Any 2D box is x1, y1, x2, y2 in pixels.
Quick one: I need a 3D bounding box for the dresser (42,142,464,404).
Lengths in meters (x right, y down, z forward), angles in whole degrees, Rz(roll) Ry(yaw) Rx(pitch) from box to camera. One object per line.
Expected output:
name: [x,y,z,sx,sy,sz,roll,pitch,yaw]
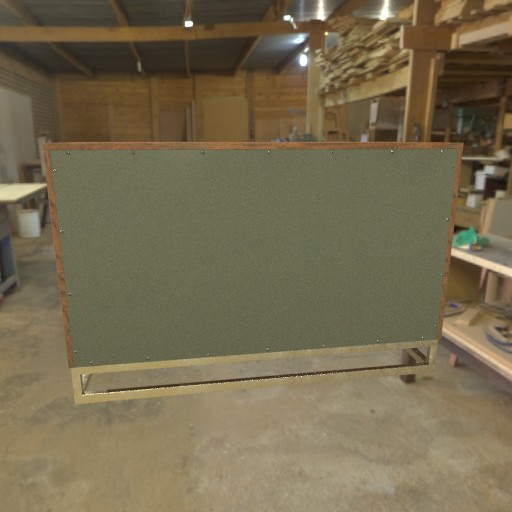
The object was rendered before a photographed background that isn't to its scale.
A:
dresser: [0.000,0.000,2.136,1.646,1.061,0.623,-2,15,-9]
